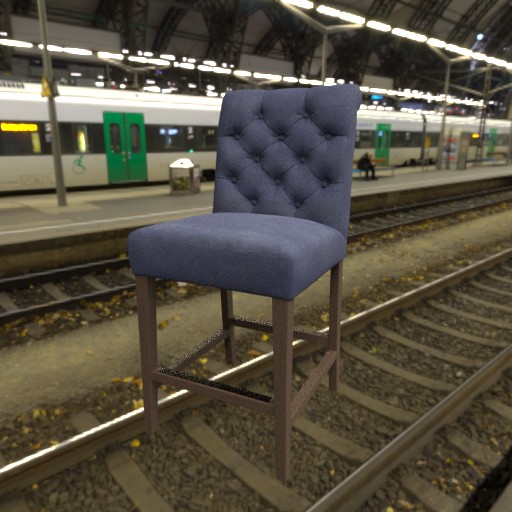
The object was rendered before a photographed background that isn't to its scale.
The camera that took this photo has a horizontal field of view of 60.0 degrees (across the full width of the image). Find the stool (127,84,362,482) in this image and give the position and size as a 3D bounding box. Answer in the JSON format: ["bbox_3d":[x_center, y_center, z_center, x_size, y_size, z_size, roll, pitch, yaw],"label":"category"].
[{"bbox_3d":[0.000,0.000,1.344,0.493,1.010,0.601,7,16,26],"label":"stool"}]
